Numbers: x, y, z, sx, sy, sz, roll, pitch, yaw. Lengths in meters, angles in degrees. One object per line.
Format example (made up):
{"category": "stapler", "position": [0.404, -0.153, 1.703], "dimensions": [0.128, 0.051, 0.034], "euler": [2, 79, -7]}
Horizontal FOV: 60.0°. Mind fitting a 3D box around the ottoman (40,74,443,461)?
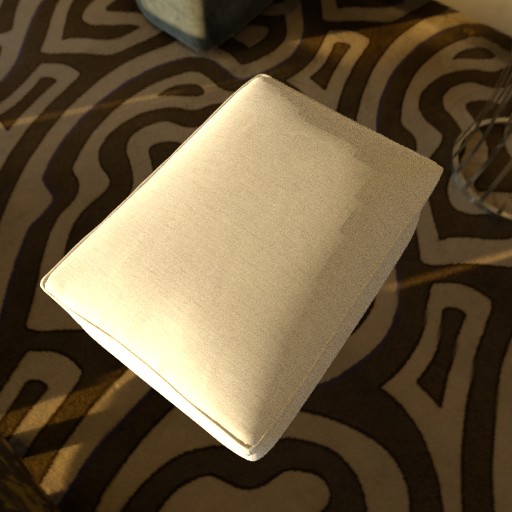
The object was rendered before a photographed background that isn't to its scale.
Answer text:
{"category": "ottoman", "position": [0.000, 0.000, 0.945], "dimensions": [0.501, 0.406, 0.665], "euler": [33, 67, 16]}
